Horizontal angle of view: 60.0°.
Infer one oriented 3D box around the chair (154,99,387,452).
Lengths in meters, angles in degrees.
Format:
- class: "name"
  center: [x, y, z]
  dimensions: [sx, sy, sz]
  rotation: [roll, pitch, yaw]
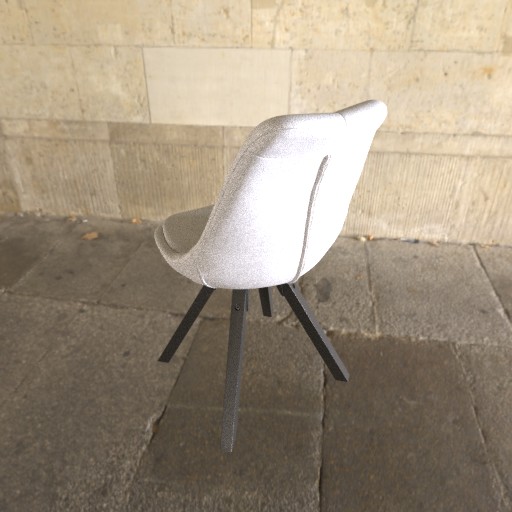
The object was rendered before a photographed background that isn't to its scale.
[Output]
- class: "chair"
  center: [0.000, 0.000, 1.182]
  dimensions: [0.485, 0.850, 0.550]
  rotation: [-20, 36, -30]
